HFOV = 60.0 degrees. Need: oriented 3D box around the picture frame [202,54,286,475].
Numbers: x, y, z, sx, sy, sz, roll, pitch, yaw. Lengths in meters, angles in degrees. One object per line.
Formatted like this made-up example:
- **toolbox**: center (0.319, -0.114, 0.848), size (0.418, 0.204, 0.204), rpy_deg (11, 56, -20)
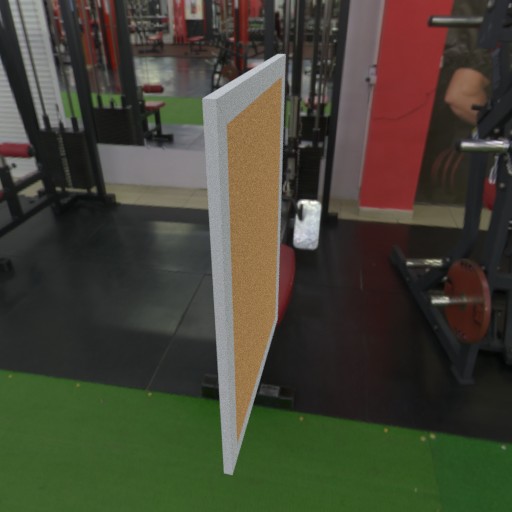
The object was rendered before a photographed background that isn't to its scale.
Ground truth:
- **picture frame**: center (0.000, 0.000, 0.588), size (0.011, 0.459, 0.326), rpy_deg (6, 31, 11)
